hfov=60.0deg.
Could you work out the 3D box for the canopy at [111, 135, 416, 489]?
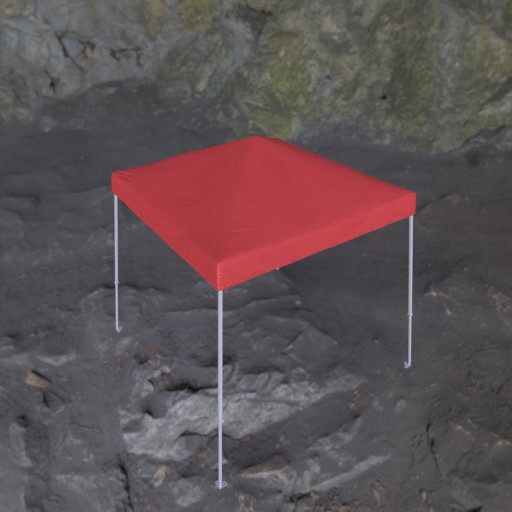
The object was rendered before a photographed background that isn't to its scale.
[{"bbox_3d":[0.000,0.000,5.222,2.848,2.849,2.849,-20,37,-29],"label":"canopy"}]
